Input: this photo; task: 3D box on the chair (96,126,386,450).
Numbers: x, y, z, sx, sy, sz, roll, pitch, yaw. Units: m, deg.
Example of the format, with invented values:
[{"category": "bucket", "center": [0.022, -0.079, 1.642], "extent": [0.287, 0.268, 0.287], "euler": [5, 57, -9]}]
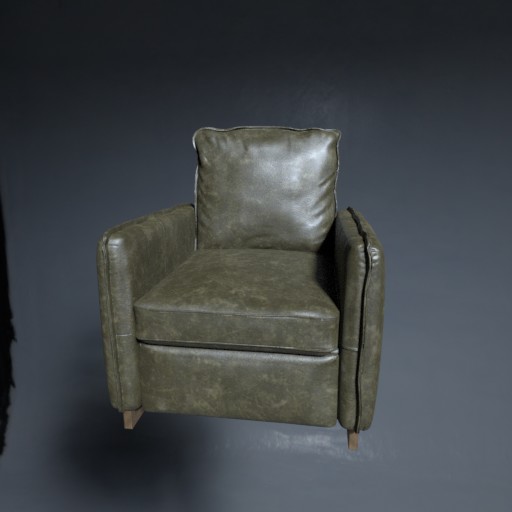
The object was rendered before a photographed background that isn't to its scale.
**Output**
[{"category": "chair", "center": [0.000, 0.000, 1.601], "extent": [0.830, 0.921, 0.921], "euler": [2, 15, 8]}]
